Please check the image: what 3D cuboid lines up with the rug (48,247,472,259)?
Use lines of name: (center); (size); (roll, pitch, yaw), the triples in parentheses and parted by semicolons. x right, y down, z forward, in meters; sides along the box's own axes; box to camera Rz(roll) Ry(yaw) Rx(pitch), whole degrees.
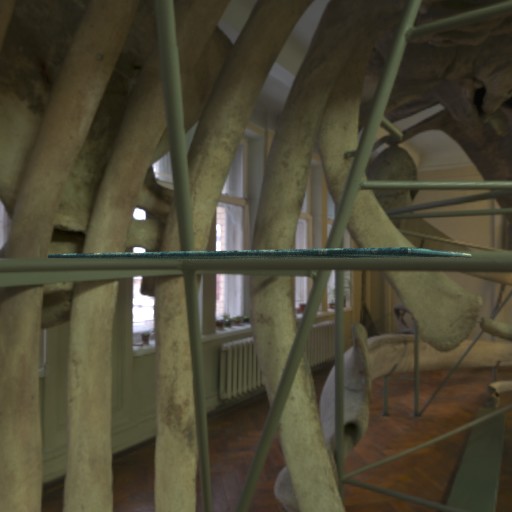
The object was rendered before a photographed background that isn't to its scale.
rug: (0.000, 0.000, 2.986); (2.450, 0.027, 1.540); (-1, -1, 34)
